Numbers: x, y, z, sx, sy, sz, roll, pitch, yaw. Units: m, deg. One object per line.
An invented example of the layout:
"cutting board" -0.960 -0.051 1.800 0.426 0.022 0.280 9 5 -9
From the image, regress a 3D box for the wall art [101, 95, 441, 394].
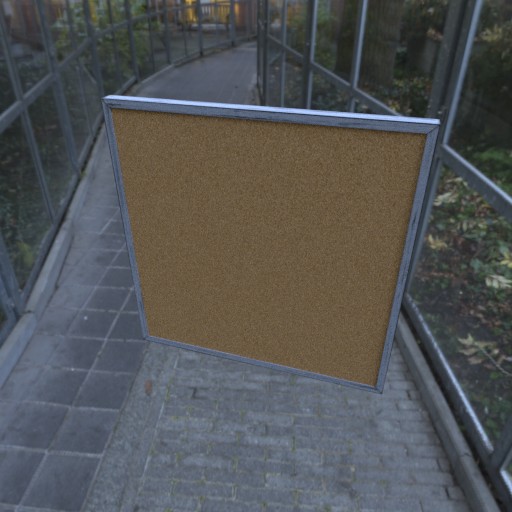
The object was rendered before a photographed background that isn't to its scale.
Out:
"wall art" 0.000 0.000 1.169 0.761 0.761 0.037 9 33 15
